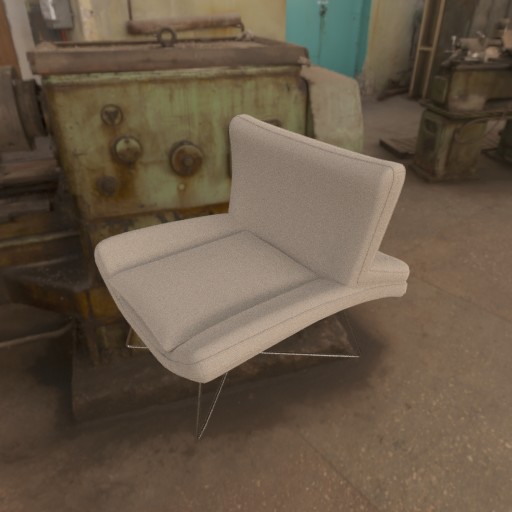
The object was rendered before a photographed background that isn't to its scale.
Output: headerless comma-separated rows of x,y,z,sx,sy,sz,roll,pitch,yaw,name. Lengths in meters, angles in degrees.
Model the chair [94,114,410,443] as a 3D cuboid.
0.000,0.000,1.701,1.008,0.855,0.859,-21,36,-31,chair
